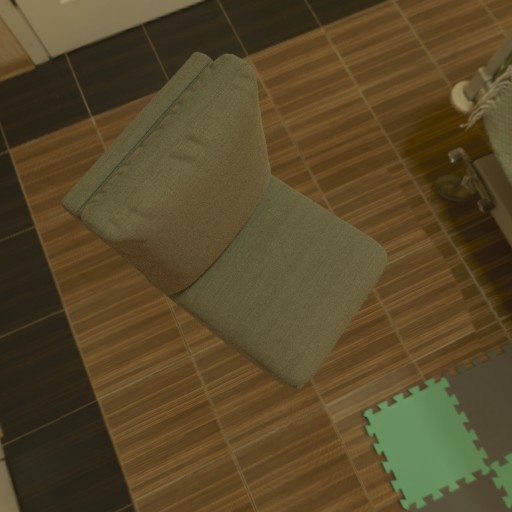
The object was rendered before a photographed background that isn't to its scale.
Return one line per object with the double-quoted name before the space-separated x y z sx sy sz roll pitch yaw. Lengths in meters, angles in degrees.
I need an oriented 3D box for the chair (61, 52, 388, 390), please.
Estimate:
"chair" 0.000 0.000 1.306 0.698 0.927 0.503 35 78 9
